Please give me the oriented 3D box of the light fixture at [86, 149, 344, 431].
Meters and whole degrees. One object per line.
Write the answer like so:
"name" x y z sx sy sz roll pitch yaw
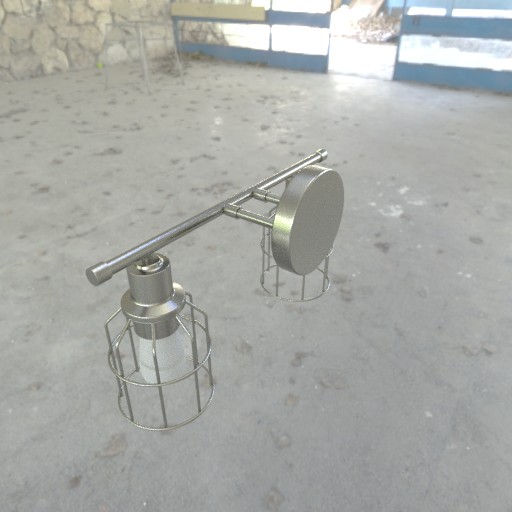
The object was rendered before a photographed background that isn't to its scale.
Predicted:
"light fixture" 0.000 0.000 0.544 0.165 0.254 0.406 21 37 30
